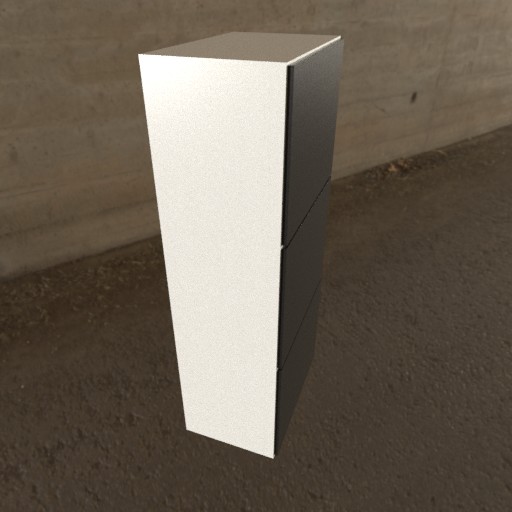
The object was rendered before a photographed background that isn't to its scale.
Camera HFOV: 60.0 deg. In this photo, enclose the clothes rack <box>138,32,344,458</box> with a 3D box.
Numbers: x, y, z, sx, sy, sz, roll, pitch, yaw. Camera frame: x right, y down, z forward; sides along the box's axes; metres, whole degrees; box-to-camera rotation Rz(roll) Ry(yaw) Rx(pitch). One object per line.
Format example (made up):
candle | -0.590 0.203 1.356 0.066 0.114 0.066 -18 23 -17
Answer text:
clothes rack | 0.000 0.000 1.366 0.330 1.187 0.500 11 34 17
